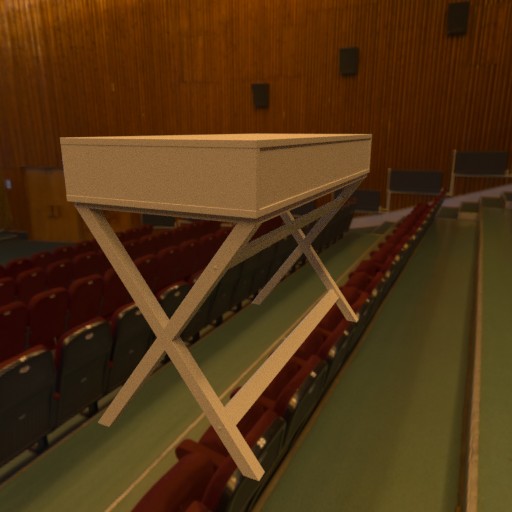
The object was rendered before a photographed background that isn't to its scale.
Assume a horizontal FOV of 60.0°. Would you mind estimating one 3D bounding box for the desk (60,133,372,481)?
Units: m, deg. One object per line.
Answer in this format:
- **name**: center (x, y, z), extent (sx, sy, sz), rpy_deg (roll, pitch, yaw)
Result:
- **desk**: center (0.000, 0.000, 1.488), extent (0.509, 0.780, 1.059), rpy_deg (8, 18, 25)
